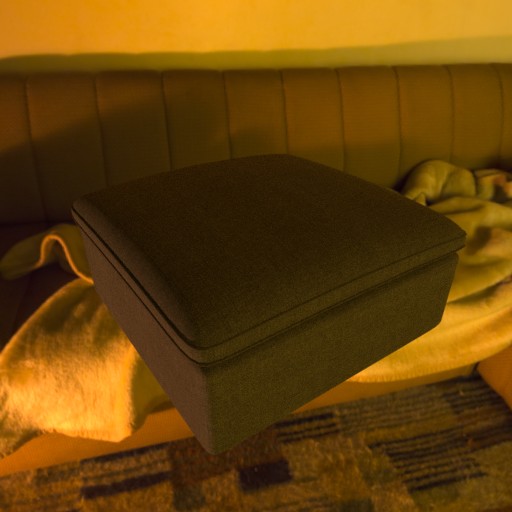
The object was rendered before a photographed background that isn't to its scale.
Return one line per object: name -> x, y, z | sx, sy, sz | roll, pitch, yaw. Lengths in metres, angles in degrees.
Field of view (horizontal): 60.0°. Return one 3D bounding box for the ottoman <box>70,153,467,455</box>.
ottoman -> 0.000, 0.000, 1.689 | 1.067, 0.559, 1.067 | -19, 35, -30
